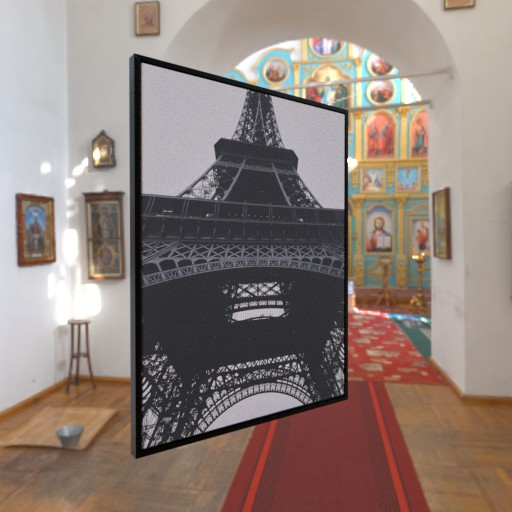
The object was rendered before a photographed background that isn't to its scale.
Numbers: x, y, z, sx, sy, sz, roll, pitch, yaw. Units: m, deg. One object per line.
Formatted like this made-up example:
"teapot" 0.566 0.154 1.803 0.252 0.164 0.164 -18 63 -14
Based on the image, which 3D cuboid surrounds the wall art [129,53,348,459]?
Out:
"wall art" 0.000 0.000 1.408 0.805 1.062 0.040 0 1 -36
